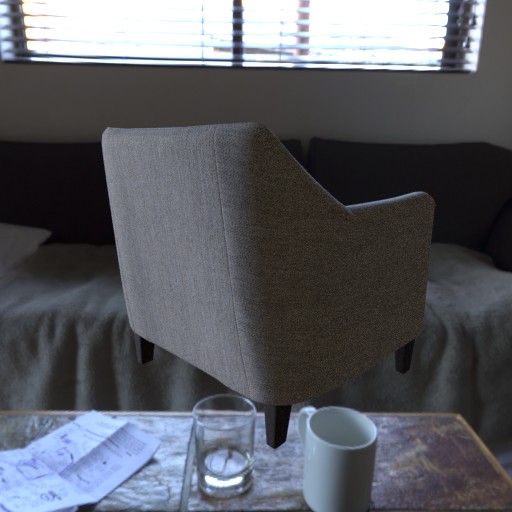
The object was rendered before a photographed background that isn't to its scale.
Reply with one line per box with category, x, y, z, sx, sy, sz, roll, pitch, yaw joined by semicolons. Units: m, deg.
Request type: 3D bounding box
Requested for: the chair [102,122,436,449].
chair;0.000;0.000;1.365;0.796;0.761;0.758;14;21;43
